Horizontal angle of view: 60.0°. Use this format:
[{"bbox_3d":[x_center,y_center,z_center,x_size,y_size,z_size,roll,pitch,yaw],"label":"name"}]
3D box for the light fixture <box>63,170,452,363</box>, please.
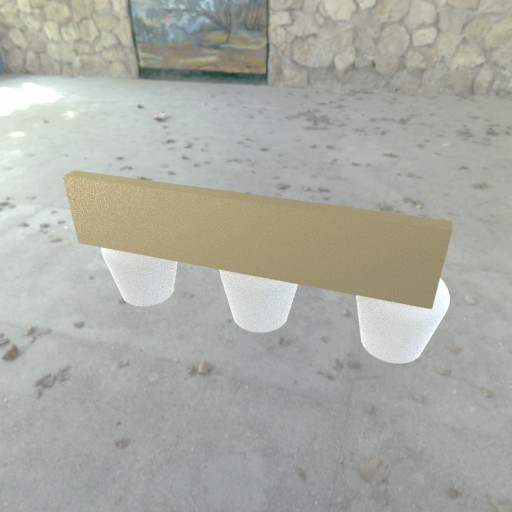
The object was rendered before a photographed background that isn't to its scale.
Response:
[{"bbox_3d":[0.000,0.000,0.725,0.609,0.280,0.190,10,32,16],"label":"light fixture"}]
